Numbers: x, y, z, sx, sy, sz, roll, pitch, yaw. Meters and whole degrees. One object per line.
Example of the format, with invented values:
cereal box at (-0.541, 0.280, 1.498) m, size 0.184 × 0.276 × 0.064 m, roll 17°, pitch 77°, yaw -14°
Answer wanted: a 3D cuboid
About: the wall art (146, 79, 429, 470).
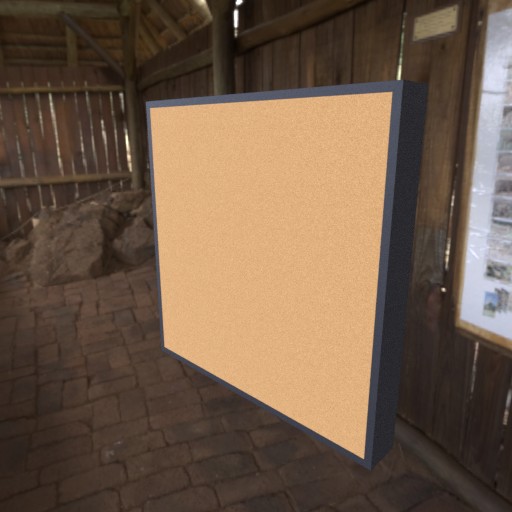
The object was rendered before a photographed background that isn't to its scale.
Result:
wall art at (0.000, 0.000, 0.443) m, size 0.304 × 0.304 × 0.038 m, roll 15°, pitch 21°, yaw 42°
